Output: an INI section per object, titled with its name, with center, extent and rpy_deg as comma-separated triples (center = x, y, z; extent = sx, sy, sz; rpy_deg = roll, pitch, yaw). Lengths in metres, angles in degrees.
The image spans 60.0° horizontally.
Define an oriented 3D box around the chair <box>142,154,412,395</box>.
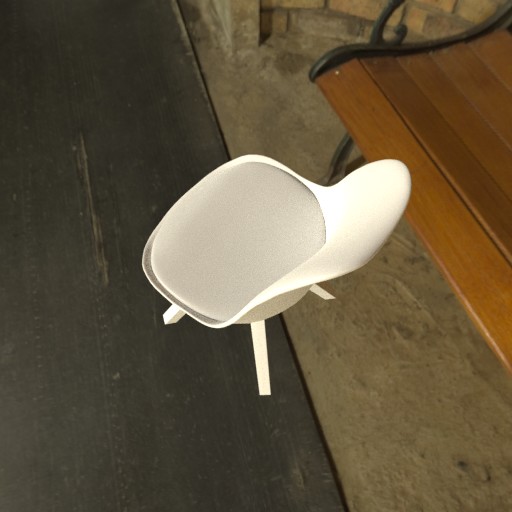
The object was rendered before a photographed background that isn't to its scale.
[chair]
center = 0.000, 0.000, 1.170
extent = 0.550, 0.850, 0.485
rpy_deg = 33, 68, 15
